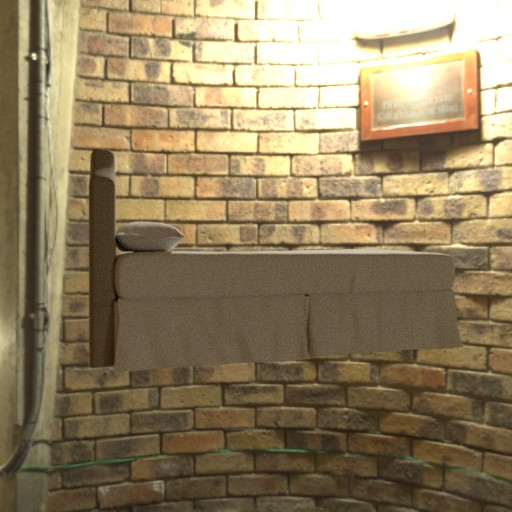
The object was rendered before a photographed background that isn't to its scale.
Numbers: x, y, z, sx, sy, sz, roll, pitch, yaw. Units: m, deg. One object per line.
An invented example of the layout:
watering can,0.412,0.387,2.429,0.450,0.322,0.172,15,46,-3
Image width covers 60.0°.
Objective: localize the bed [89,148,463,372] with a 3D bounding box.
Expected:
bed,0.000,0.000,3.652,2.498,1.293,1.977,0,0,-18
